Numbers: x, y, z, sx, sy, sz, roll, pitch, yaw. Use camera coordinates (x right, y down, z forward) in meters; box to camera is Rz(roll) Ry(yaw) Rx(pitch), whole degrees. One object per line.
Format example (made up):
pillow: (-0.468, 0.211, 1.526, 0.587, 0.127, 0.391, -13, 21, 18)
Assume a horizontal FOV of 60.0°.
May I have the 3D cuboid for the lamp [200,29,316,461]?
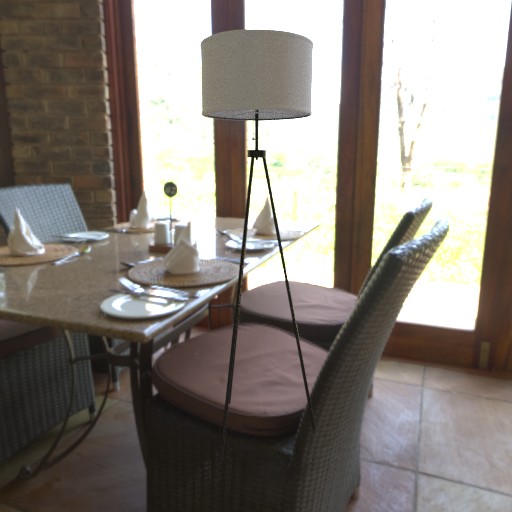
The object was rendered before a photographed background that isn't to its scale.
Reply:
lamp: (0.000, 0.000, 1.736, 0.448, 1.545, 0.458, 6, 13, 25)
